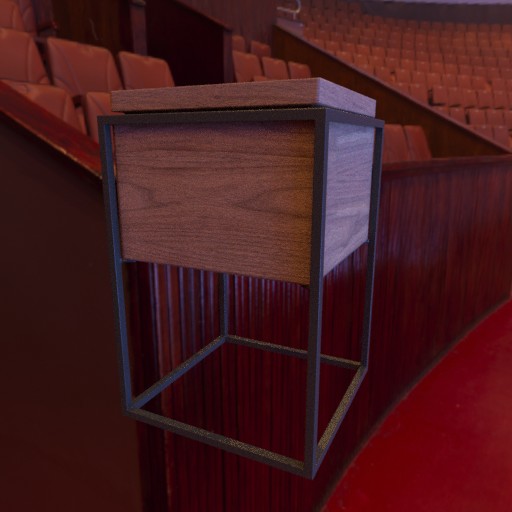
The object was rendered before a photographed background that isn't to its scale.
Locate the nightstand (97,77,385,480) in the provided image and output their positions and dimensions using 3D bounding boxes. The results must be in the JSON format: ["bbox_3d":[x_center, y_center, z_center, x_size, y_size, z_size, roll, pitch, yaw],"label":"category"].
[{"bbox_3d":[0.000,0.000,0.891,0.397,0.607,0.397,7,16,25],"label":"nightstand"}]
